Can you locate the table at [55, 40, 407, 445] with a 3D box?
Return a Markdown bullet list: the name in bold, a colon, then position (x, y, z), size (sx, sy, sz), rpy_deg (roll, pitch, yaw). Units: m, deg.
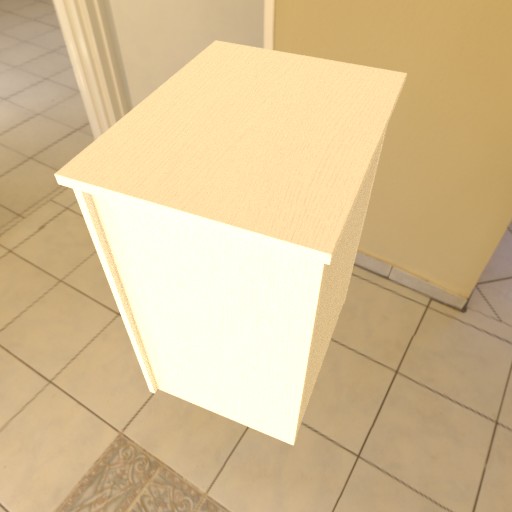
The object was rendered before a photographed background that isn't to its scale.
- **table**: position (0.000, 0.000, 0.918), size (0.381, 0.635, 0.480), rpy_deg (17, 49, 15)
